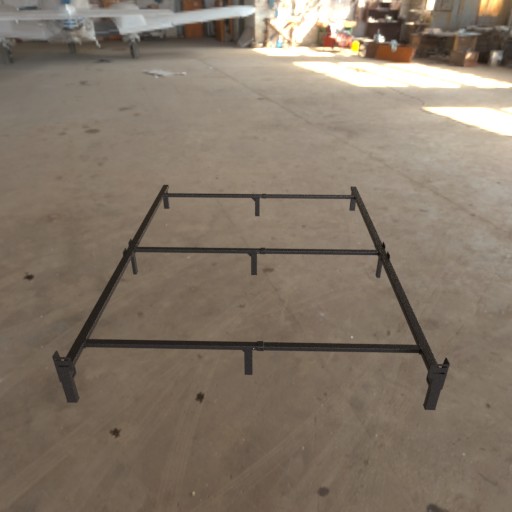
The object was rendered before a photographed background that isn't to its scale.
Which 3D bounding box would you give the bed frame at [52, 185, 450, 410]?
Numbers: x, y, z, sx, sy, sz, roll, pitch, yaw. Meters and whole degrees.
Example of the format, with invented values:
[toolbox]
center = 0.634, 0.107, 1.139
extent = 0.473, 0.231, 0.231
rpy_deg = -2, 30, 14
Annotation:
[bed frame]
center = 0.000, 0.000, 2.581
extent = 1.498, 0.248, 1.990
rpy_deg = 1, 30, 1
